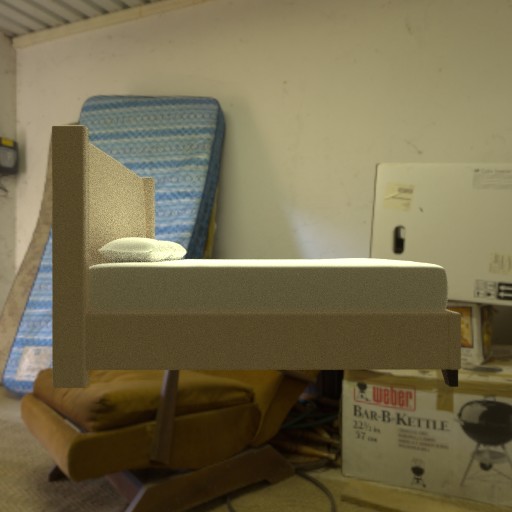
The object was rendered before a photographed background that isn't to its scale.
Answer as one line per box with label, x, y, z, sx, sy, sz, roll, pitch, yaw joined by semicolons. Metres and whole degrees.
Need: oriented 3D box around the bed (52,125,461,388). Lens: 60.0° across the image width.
bed;0.000;0.000;3.361;2.293;1.471;1.778;0;0;0
